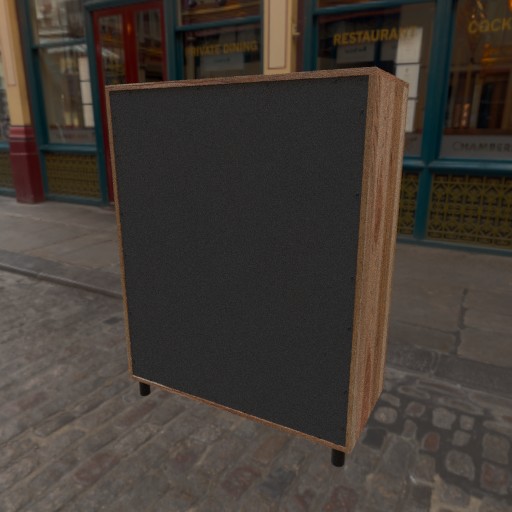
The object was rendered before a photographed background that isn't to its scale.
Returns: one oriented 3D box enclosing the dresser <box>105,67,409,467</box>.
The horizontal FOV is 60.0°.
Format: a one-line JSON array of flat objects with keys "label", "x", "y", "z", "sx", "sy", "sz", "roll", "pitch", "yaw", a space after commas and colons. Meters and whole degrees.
[{"label": "dresser", "x": 0.000, "y": 0.000, "z": 1.720, "sx": 0.966, "sy": 1.243, "sz": 0.480, "roll": 8, "pitch": 17, "yaw": 28}]
